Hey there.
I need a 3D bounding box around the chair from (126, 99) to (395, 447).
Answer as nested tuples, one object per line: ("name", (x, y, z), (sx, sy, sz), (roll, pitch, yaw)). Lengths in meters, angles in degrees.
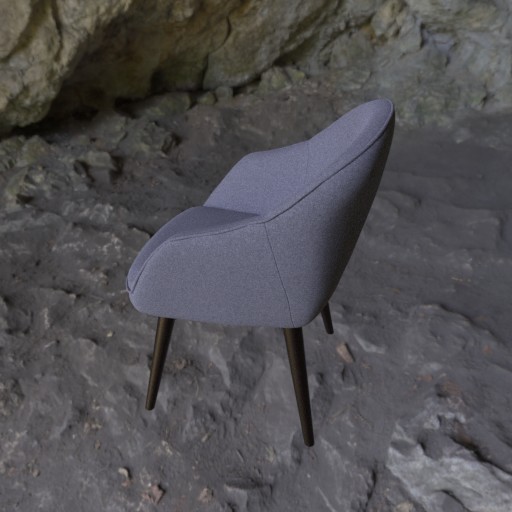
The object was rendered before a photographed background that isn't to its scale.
("chair", (0.000, 0.000, 1.195), (0.611, 0.810, 0.589), (8, 31, 13))
